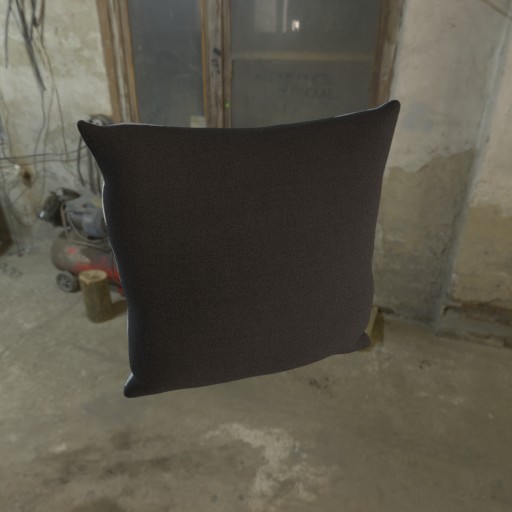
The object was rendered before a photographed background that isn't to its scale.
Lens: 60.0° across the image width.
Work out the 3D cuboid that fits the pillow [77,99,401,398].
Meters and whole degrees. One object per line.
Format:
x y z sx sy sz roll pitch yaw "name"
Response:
0.000 0.000 0.763 0.503 0.496 0.208 -8 28 -16 "pillow"
